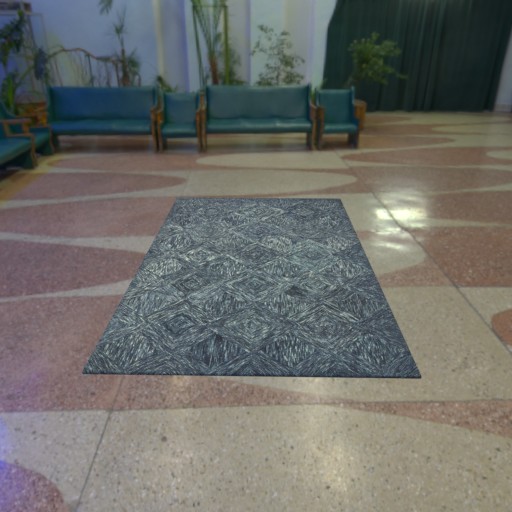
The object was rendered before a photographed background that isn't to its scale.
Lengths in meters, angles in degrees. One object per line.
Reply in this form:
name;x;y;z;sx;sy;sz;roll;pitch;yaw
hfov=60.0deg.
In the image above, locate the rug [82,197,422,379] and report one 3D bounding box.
rug;0.000;0.000;2.966;1.478;0.017;2.330;1;26;1
